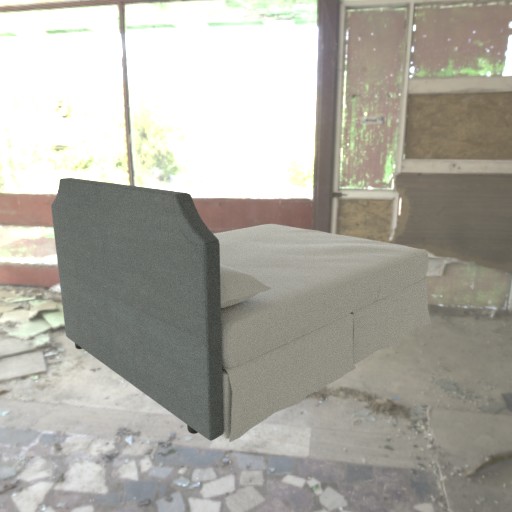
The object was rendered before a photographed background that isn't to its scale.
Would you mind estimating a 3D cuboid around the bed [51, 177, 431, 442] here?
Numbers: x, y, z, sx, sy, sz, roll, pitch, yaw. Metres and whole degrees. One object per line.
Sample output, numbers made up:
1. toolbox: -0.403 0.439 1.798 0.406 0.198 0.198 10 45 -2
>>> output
1. bed: 0.000 0.000 3.591 2.464 1.306 1.977 -14 20 -43
